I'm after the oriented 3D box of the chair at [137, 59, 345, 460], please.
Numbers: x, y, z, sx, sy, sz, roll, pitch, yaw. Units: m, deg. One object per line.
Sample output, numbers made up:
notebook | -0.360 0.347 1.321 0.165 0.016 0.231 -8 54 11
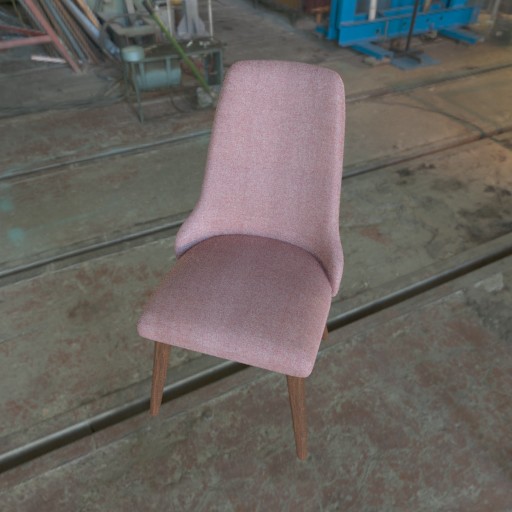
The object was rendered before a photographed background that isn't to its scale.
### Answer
chair | 0.000 0.000 1.333 0.535 0.918 0.707 12 43 13
